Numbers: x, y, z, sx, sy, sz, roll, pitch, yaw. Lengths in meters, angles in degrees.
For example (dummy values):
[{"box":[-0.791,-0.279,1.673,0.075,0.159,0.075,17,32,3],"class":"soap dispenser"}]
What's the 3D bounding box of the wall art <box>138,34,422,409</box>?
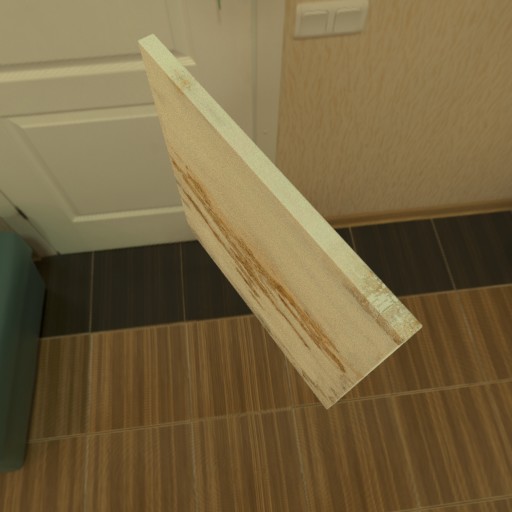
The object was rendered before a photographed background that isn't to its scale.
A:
[{"box":[0.000,0.000,1.094,0.038,0.755,0.753,-33,68,-15],"class":"wall art"}]
